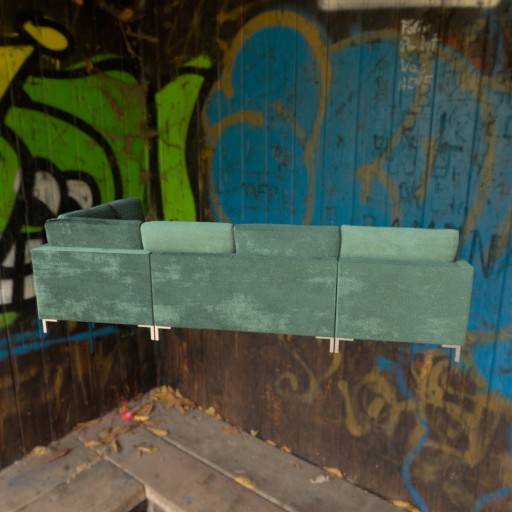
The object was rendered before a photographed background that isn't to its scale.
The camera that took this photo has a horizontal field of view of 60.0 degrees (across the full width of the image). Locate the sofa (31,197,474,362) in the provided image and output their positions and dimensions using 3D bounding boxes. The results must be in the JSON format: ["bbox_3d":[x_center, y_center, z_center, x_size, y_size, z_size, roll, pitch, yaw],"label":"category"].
[{"bbox_3d":[0.000,0.000,4.364,3.434,0.992,2.055,2,13,9],"label":"sofa"}]
